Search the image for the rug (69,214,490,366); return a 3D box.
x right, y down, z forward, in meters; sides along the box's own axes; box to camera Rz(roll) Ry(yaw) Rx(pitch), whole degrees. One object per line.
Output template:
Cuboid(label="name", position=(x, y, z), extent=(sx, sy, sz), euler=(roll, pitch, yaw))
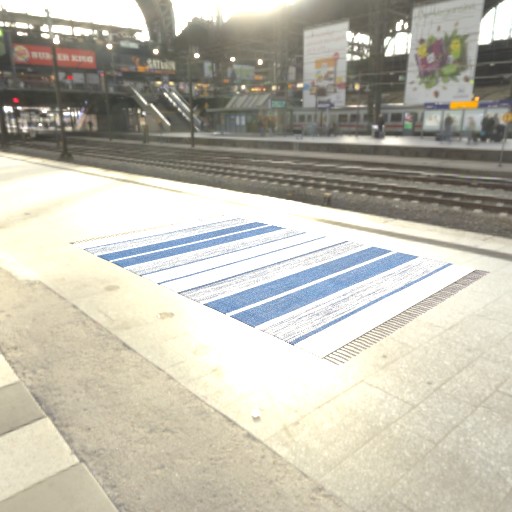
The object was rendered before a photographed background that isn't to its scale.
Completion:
Cuboid(label="rug", position=(0.000, 0.000, 2.973), extent=(1.532, 0.010, 2.441), euler=(-16, 23, -42))
